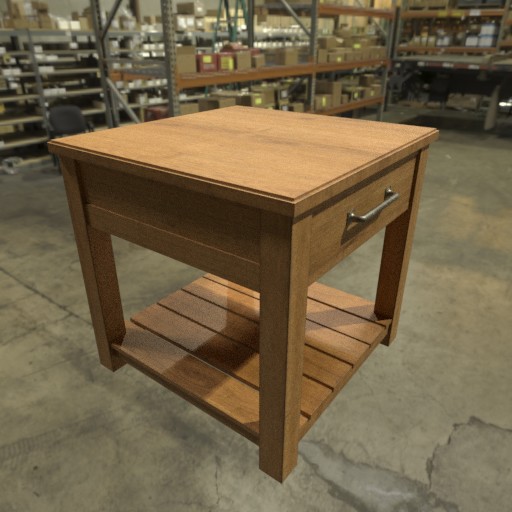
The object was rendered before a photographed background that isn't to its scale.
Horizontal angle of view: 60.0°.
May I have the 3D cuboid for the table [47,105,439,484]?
[{"bbox_3d":[0.000,0.000,1.096,0.612,0.593,0.616,19,32,33],"label":"table"}]
